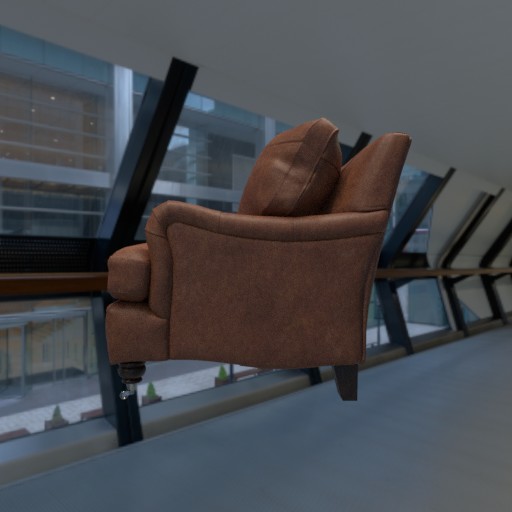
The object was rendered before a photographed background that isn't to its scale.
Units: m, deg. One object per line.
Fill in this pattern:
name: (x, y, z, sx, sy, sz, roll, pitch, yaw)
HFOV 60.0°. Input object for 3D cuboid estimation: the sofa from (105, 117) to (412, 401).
sofa: (0.000, 0.000, 2.229, 1.077, 1.004, 1.527, 0, 0, -1)
